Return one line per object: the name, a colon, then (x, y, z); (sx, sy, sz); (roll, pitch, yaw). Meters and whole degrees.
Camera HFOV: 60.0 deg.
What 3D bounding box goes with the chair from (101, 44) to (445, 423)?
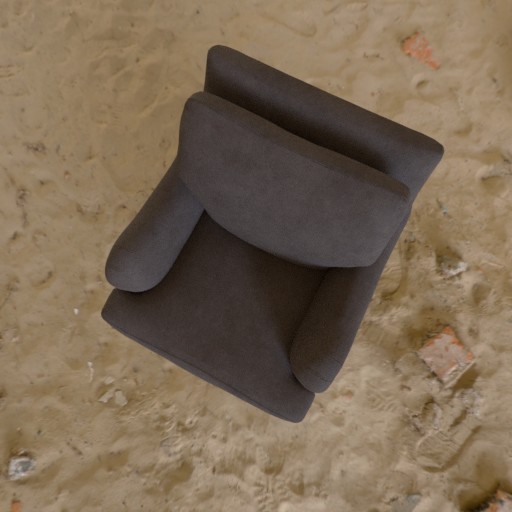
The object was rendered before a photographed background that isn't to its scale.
chair: (0.000, 0.000, 1.824); (0.955, 0.997, 1.070); (27, 78, 6)
